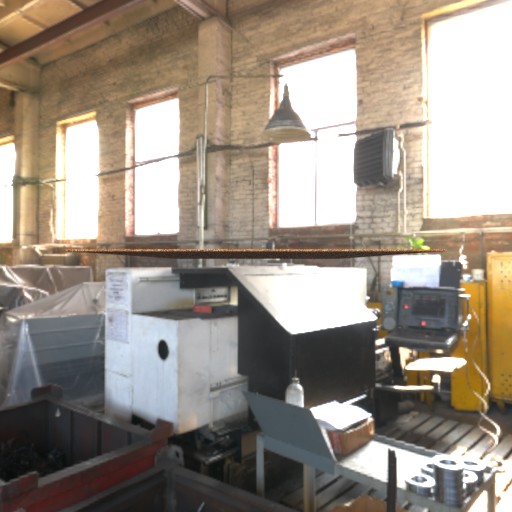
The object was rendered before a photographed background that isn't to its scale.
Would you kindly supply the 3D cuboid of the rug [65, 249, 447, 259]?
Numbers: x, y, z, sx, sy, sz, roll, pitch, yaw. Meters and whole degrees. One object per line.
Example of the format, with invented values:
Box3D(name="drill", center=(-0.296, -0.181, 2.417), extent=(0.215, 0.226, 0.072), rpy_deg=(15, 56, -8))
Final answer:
Box3D(name="rug", center=(0.000, 0.000, 2.191), extent=(1.143, 0.006, 1.747), rpy_deg=(0, -1, 0))
